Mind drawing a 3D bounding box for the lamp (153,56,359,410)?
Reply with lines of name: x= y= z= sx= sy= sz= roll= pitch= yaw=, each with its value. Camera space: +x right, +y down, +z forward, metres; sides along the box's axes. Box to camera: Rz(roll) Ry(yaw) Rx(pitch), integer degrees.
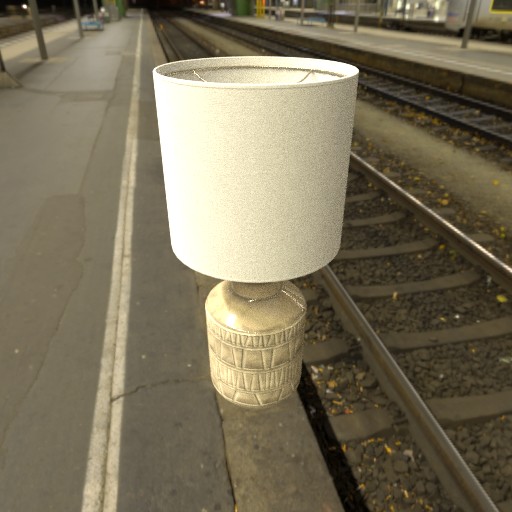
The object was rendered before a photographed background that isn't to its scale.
lamp: x=0.000 y=0.000 z=0.577 sx=0.211 sy=0.455 sz=0.211 roll=-18 pitch=35 yaw=-29
